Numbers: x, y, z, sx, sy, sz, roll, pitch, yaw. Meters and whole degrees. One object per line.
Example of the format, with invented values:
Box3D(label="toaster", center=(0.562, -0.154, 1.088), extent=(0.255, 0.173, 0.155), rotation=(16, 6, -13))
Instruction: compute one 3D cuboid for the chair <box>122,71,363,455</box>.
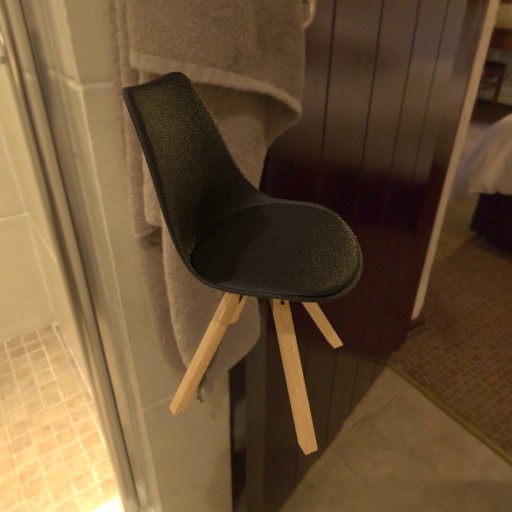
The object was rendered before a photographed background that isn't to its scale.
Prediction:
Box3D(label="chair", center=(0.000, 0.000, 1.164), extent=(0.549, 0.850, 0.485), rotation=(10, 33, 16))
